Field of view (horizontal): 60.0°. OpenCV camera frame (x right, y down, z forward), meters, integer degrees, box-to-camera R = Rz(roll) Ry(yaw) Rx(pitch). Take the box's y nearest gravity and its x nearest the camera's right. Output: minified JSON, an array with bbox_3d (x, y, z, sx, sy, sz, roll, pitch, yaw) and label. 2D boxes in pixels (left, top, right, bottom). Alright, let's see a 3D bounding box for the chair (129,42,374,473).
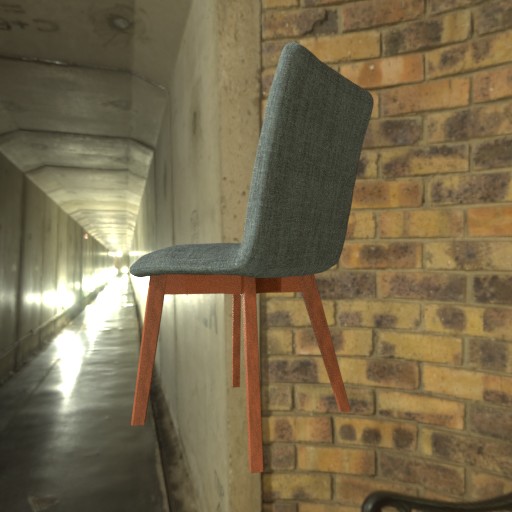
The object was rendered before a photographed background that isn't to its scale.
[{"bbox_3d":[0.000,0.000,1.306,0.563,0.974,0.522,0,0,36],"label":"chair"}]
